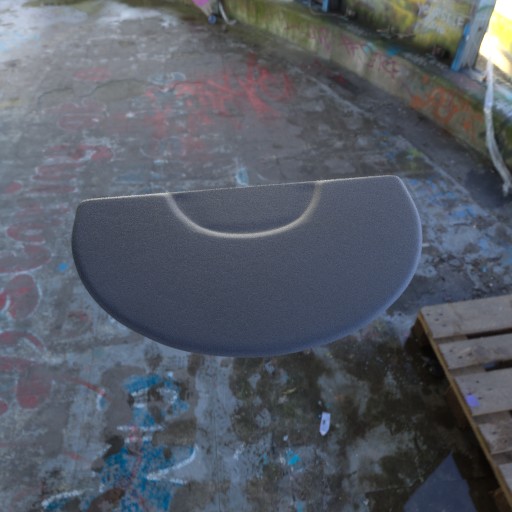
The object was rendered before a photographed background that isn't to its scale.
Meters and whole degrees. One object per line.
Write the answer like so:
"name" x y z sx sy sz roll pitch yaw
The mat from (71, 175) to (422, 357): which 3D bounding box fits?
"mat" 0.000 0.000 1.790 1.525 0.016 0.917 -5 47 -5
